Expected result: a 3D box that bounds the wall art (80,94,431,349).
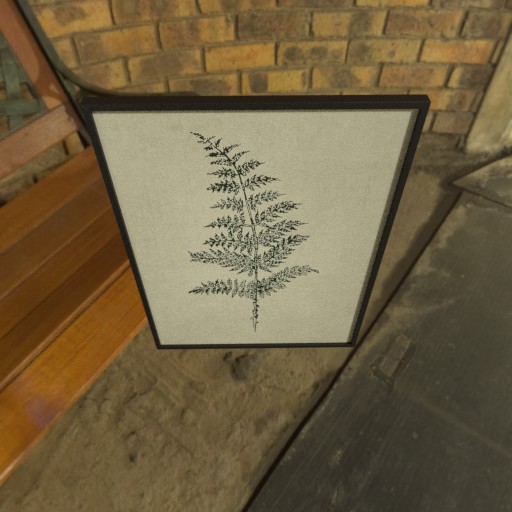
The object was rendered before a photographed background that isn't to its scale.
[{"bbox_3d":[0.000,0.000,1.417,0.802,1.070,0.036,-1,47,-1],"label":"wall art"}]
